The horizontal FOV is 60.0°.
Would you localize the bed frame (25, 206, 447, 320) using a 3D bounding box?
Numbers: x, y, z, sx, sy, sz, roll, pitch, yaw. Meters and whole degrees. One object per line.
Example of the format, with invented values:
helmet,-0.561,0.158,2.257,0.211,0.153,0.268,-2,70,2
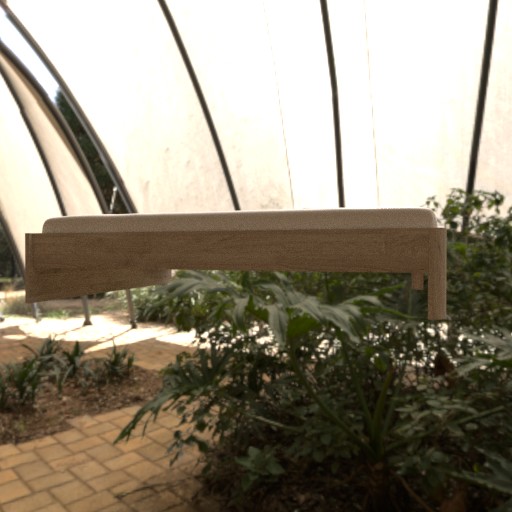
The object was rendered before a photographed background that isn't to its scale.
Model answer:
bed frame,0.000,0.000,2.636,1.950,0.462,1.490,0,1,17
